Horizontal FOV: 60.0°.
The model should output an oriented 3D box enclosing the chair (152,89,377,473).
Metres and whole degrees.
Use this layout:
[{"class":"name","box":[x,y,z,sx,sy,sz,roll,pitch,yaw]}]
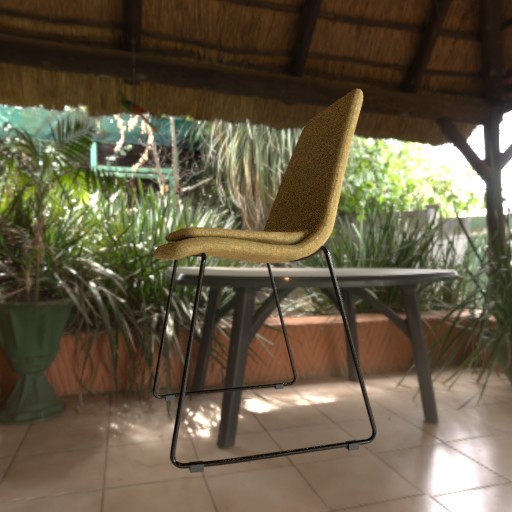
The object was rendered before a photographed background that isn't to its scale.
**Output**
[{"class":"chair","box":[0.000,0.000,1.153,0.496,0.849,0.479,0,0,-18]}]
